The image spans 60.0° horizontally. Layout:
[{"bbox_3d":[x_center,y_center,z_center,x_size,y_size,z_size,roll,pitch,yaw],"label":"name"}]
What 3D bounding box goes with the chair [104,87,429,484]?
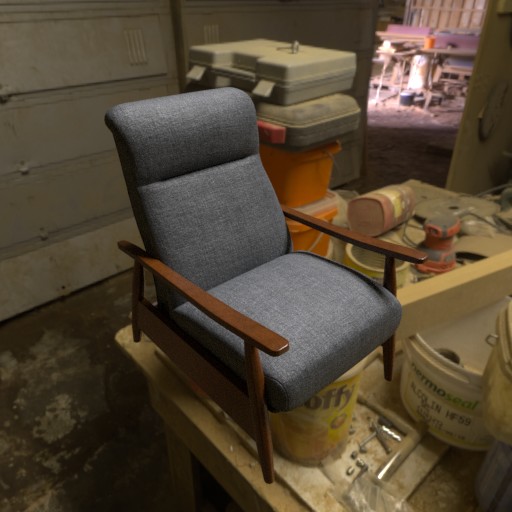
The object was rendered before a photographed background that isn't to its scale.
[{"bbox_3d":[0.000,0.000,1.743,0.762,1.082,1.030,-24,39,-34],"label":"chair"}]
